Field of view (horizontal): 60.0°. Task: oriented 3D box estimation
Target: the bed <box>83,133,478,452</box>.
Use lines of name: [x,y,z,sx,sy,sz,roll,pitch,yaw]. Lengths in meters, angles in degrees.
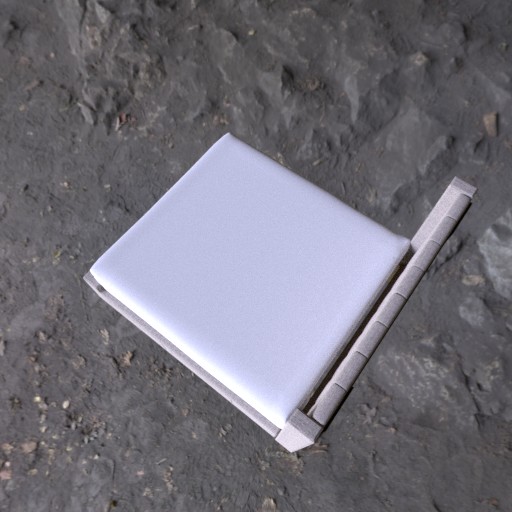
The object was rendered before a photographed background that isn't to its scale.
bed: [0.000,0.000,3.796,2.372,1.748,2.044,34,69,15]
